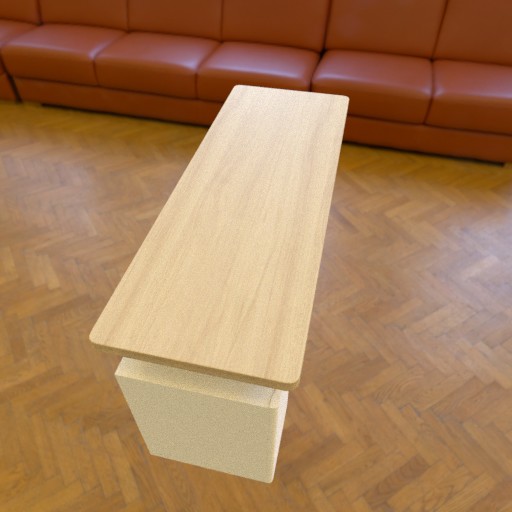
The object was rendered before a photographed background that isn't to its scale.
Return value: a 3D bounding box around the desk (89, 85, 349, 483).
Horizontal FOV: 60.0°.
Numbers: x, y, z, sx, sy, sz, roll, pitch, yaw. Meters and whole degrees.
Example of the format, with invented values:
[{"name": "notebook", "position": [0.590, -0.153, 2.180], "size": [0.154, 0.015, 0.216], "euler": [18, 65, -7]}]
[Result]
[{"name": "desk", "position": [0.000, 0.000, 1.867], "size": [0.550, 0.755, 1.500], "euler": [9, 47, 9]}]
